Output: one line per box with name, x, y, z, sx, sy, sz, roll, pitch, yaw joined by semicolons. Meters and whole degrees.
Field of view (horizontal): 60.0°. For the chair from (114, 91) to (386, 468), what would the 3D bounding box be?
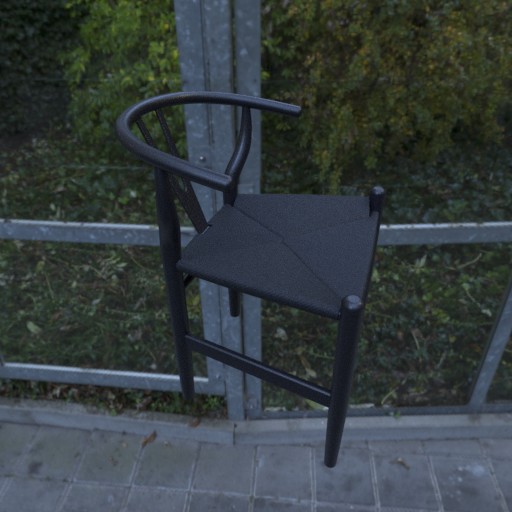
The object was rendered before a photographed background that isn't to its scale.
chair;0.000;0.000;1.134;0.579;0.730;0.569;10;33;15
